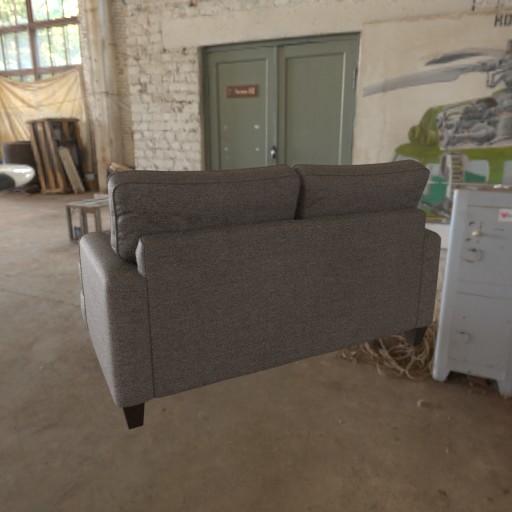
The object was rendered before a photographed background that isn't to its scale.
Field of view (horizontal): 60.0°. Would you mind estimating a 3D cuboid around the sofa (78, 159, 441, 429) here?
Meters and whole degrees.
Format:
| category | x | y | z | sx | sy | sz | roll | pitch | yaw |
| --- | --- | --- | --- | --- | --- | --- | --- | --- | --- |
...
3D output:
| category | x | y | z | sx | sy | sz | roll | pitch | yaw |
| --- | --- | --- | --- | --- | --- | --- | --- | --- | --- |
| sofa | 0.000 | 0.000 | 2.273 | 1.651 | 0.965 | 0.965 | -8 | 17 | -27 |
